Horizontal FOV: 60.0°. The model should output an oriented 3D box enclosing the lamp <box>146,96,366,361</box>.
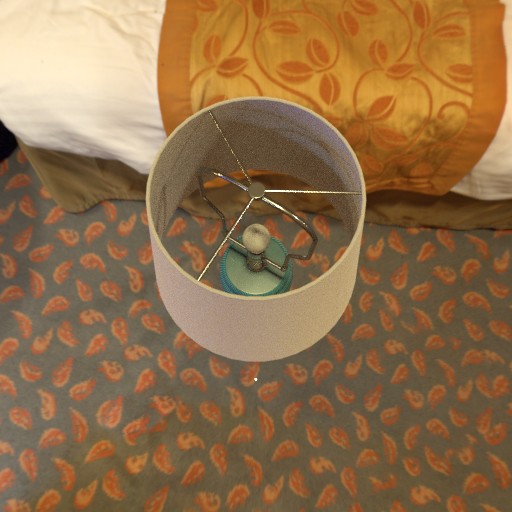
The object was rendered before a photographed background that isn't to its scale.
[{"bbox_3d":[0.000,0.000,0.549,0.254,0.392,0.254,0,74,0],"label":"lamp"}]
